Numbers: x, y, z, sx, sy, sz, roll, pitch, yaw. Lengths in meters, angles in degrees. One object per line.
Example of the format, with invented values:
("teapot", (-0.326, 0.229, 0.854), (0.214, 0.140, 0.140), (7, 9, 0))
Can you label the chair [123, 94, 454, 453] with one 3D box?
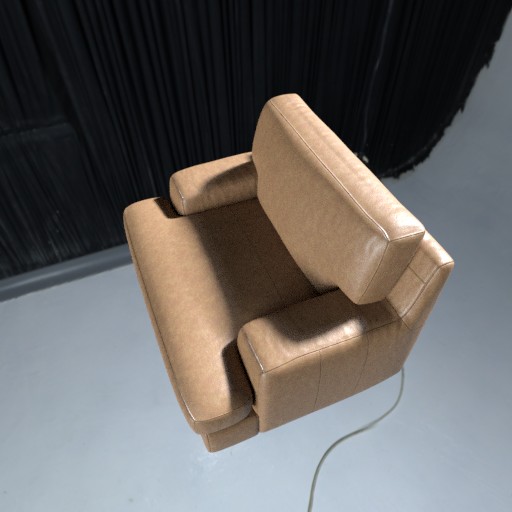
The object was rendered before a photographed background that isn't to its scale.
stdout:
("chair", (0.000, 0.000, 2.011), (1.050, 0.978, 1.276), (-17, 50, -15))
